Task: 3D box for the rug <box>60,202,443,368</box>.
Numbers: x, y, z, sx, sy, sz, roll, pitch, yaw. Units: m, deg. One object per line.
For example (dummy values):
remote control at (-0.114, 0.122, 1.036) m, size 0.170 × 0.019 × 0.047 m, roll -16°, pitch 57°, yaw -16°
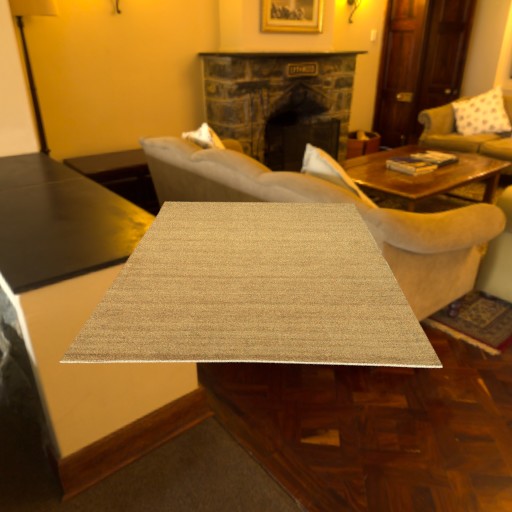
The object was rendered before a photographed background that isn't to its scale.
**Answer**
rug at (0.000, 0.000, 4.241) m, size 2.434 × 0.045 × 3.202 m, roll 1°, pitch 25°, yaw 1°
